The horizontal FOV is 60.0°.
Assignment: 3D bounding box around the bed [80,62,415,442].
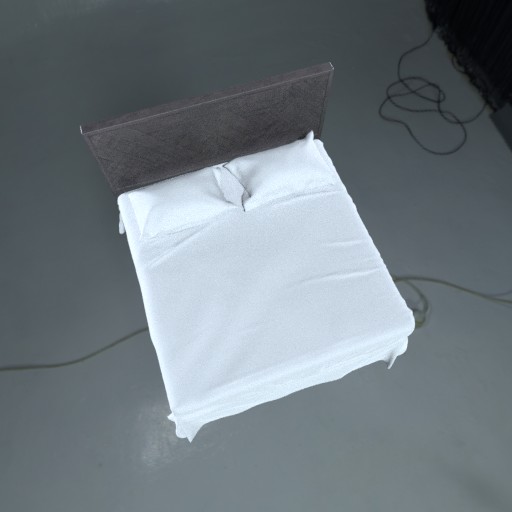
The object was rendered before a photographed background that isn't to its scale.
[{"bbox_3d":[0.000,0.000,2.885,1.772,1.142,1.785,-17,66,-8],"label":"bed"}]
